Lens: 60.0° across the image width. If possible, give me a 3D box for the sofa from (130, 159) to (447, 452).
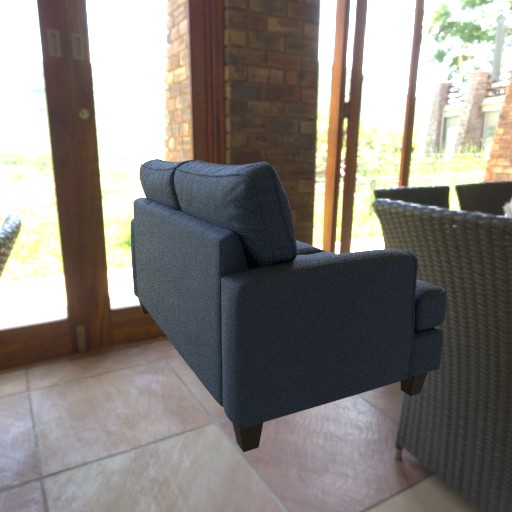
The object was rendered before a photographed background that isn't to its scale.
[{"bbox_3d":[0.000,0.000,2.259,0.965,0.965,1.651,-6,14,-26],"label":"sofa"}]
